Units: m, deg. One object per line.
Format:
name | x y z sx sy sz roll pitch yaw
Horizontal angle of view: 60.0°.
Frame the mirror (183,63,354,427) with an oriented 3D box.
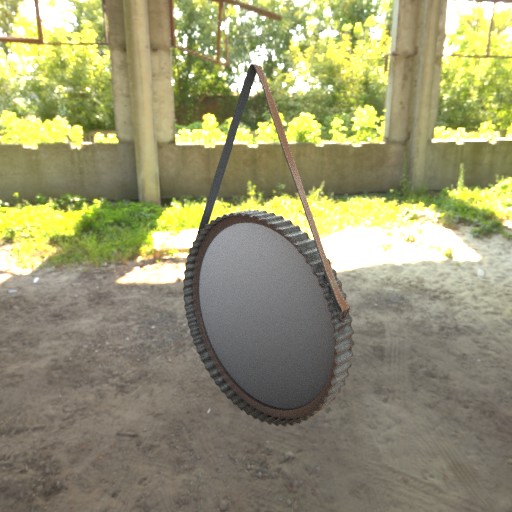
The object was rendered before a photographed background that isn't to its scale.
mirror | 0.000 0.000 0.709 0.042 0.568 0.355 -15 22 -43
